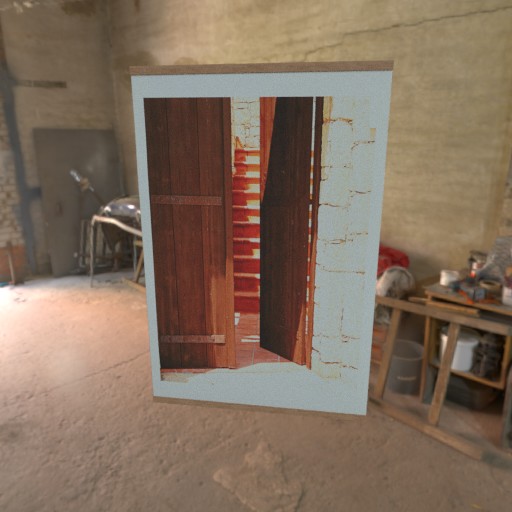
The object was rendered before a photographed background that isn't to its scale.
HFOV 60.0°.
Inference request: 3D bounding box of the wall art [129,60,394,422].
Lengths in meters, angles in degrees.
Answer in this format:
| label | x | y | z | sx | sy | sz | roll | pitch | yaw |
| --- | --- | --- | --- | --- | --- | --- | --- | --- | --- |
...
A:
| label | x | y | z | sx | sy | sz | roll | pitch | yaw |
| --- | --- | --- | --- | --- | --- | --- | --- | --- | --- |
| wall art | 0.000 | 0.000 | 1.896 | 1.019 | 1.527 | 0.019 | 2 | 16 | 8 |
